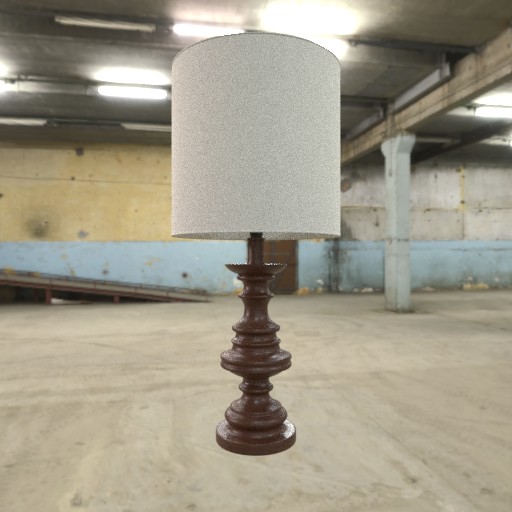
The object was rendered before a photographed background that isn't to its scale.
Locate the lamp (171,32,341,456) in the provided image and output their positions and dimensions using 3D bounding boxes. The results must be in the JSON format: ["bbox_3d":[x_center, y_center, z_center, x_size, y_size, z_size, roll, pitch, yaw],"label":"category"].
[{"bbox_3d":[0.000,0.000,0.554,0.208,0.455,0.208,0,0,18],"label":"lamp"}]
